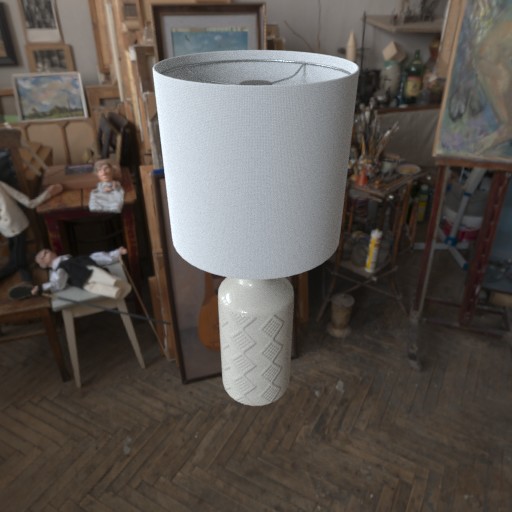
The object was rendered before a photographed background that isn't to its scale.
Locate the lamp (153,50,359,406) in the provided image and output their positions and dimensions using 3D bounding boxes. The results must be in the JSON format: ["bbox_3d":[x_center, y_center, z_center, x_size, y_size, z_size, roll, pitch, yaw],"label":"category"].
[{"bbox_3d":[0.000,0.000,0.574,0.207,0.461,0.207,21,38,29],"label":"lamp"}]
